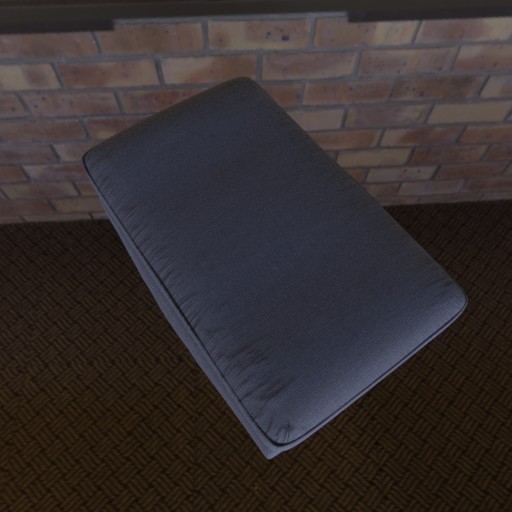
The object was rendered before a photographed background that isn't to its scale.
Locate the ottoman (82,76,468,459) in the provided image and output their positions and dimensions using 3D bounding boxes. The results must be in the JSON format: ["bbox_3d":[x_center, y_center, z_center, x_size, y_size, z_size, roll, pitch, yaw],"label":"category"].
[{"bbox_3d":[0.000,0.000,1.201,0.570,0.438,0.885,-32,67,-16],"label":"ottoman"}]
